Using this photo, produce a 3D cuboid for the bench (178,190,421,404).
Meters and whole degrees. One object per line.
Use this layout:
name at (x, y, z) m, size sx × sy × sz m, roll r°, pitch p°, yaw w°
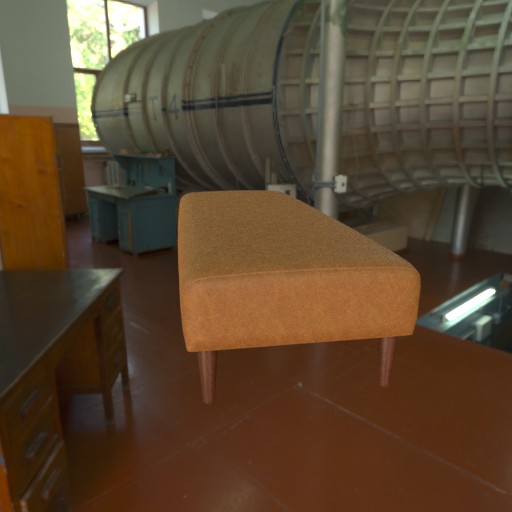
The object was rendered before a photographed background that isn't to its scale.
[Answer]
bench at (0.000, 0.000, 1.904) m, size 0.653 × 0.399 × 1.610 m, roll -3°, pitch 15°, yaw -9°
